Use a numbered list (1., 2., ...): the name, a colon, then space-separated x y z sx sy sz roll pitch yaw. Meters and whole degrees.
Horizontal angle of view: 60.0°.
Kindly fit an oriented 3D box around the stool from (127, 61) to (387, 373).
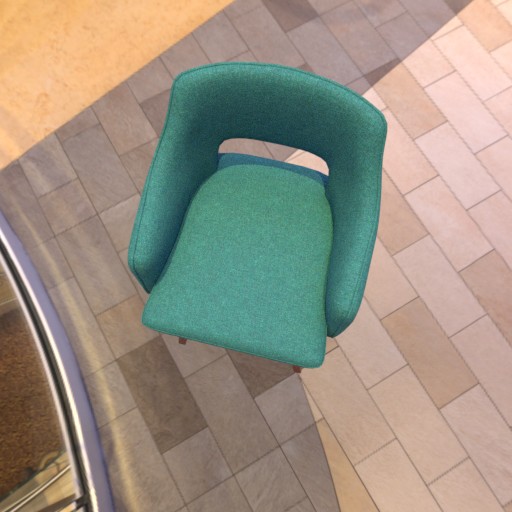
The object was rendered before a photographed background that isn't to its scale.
1. stool: 0.000 0.000 1.272 0.548 0.961 0.556 13 75 4
